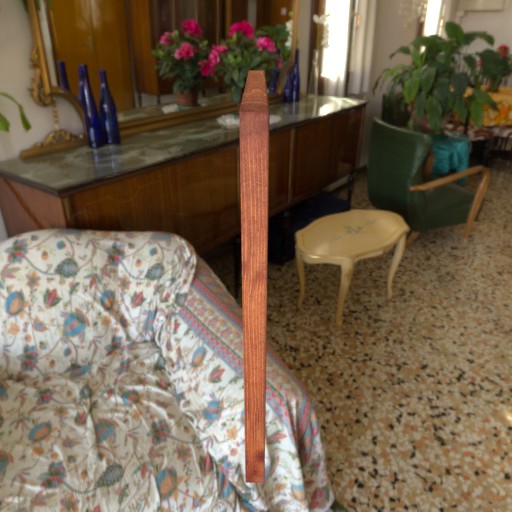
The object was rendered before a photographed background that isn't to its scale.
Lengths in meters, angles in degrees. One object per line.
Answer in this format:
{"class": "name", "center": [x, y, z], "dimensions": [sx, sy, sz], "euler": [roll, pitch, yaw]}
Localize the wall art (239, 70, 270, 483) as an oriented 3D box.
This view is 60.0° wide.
{"class": "wall art", "center": [0.000, 0.000, 0.768], "dimensions": [0.030, 0.558, 0.462], "euler": [0, 27, 0]}
